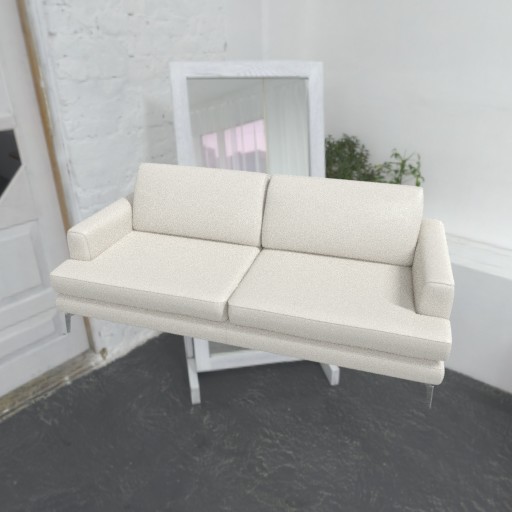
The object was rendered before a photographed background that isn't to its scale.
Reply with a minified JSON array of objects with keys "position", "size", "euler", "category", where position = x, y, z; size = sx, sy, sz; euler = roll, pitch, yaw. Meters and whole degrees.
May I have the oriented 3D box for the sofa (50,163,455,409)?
[{"position":[0.000,0.000,2.405],"size":[1.940,0.765,0.974],"euler":[8,28,15],"category":"sofa"}]
